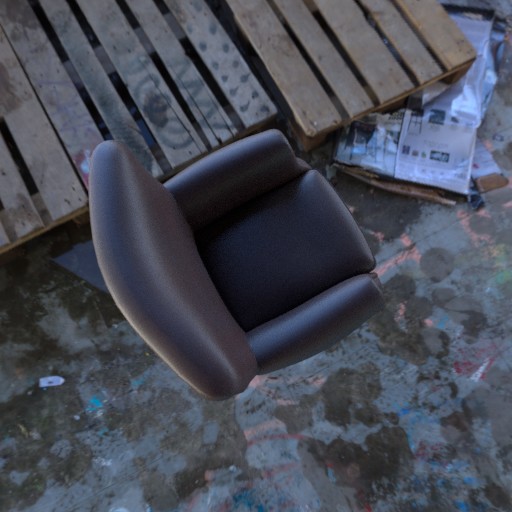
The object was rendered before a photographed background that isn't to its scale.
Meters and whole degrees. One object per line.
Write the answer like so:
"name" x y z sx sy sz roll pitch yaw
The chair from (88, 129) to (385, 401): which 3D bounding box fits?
"chair" 0.000 0.000 1.386 0.746 0.800 0.700 -27 76 -7
